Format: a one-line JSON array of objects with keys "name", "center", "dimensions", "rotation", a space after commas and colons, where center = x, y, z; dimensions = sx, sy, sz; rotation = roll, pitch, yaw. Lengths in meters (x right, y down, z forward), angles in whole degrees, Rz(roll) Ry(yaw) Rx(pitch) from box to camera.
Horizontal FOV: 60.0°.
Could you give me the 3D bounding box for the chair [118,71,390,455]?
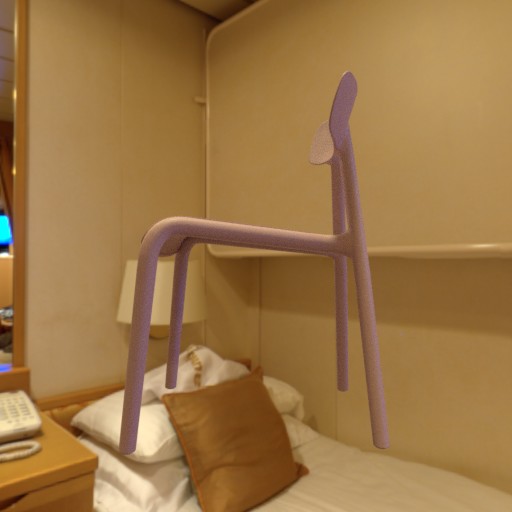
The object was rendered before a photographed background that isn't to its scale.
[{"name": "chair", "center": [0.000, 0.000, 0.818], "dimensions": [0.401, 0.580, 0.356], "rotation": [0, -1, 0]}]
